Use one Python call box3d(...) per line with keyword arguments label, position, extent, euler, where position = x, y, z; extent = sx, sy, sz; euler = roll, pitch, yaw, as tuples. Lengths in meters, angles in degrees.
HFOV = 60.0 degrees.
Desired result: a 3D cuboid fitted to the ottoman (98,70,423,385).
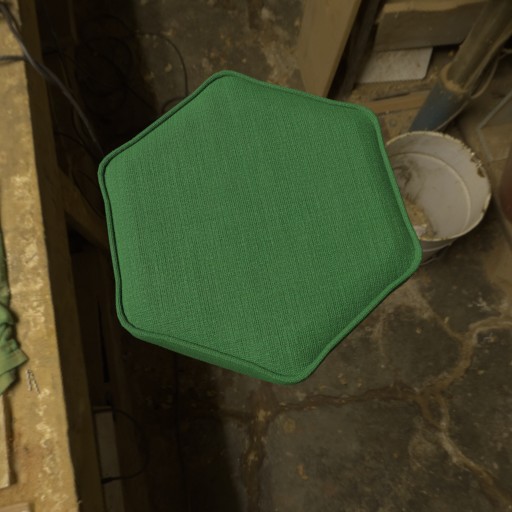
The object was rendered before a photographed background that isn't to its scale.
box3d(label="ottoman", position=(0.000, 0.000, 0.875), extent=(0.444, 0.507, 0.499), euler=(-12, 75, -3))
